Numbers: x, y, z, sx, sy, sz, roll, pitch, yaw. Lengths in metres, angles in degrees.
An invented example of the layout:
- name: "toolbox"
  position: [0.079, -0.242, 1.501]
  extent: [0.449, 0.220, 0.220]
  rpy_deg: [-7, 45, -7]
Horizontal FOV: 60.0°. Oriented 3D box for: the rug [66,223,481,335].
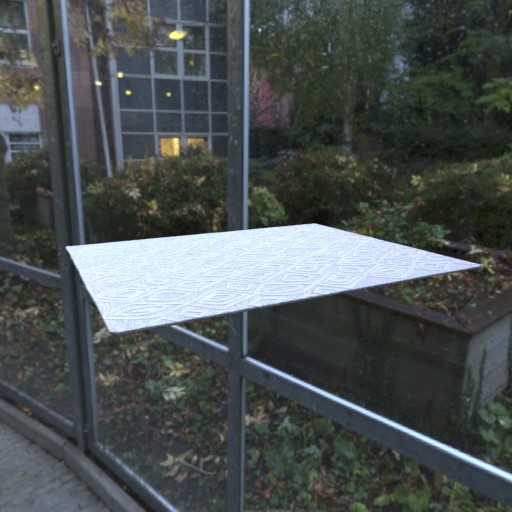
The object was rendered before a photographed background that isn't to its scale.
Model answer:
- name: "rug"
  position: [0.000, 0.000, 4.097]
  extent: [3.049, 0.025, 2.449]
  rpy_deg: [-7, 15, -27]
